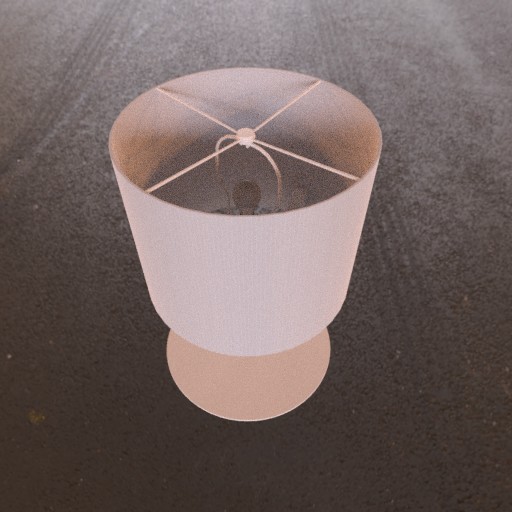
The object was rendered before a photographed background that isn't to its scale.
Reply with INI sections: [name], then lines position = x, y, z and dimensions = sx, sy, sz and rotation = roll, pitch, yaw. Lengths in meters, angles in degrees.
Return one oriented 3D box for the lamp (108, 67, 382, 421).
[lamp]
position = 0.000, 0.000, 0.670
dimensions = 0.299, 0.454, 0.341
rotation = 31, 55, 26
